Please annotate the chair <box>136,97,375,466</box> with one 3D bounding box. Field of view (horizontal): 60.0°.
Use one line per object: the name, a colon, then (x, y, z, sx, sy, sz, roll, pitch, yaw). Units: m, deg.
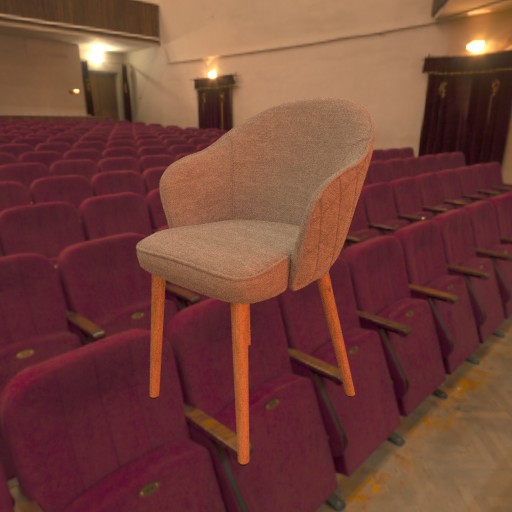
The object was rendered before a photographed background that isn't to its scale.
chair: (0.000, 0.000, 1.158, 0.540, 0.800, 0.530, 16, 23, 42)
